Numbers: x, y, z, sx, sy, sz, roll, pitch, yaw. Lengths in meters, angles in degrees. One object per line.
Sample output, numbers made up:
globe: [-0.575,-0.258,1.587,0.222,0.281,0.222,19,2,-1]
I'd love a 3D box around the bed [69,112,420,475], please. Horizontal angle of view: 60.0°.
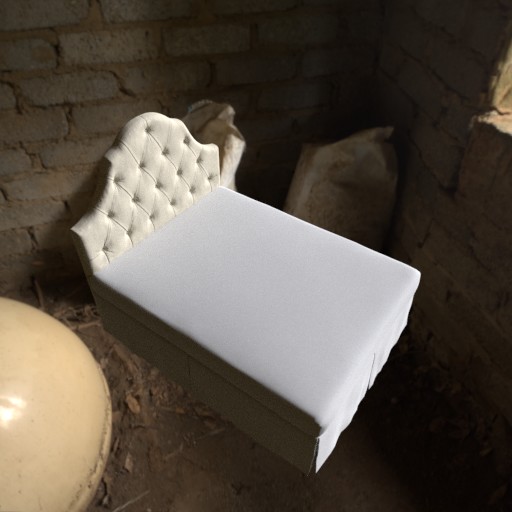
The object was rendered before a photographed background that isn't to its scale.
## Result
bed: [0.000,0.000,3.219,2.092,1.575,1.627,26,49,26]
